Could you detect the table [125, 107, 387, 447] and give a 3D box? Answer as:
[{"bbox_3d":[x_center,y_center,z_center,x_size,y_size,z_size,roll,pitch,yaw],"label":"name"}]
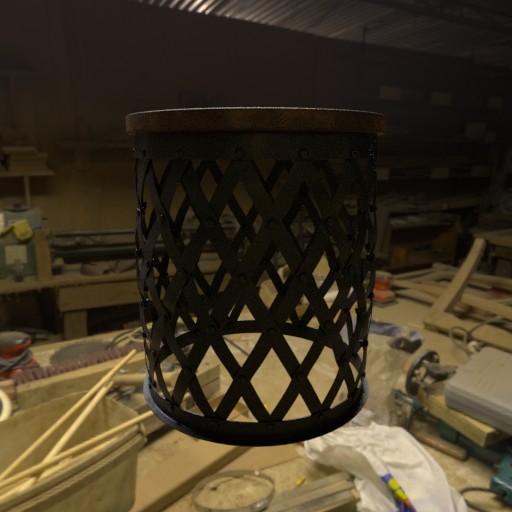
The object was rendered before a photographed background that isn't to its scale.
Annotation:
[{"bbox_3d":[0.000,0.000,0.767,0.405,0.454,0.405,0,14,0],"label":"table"}]
